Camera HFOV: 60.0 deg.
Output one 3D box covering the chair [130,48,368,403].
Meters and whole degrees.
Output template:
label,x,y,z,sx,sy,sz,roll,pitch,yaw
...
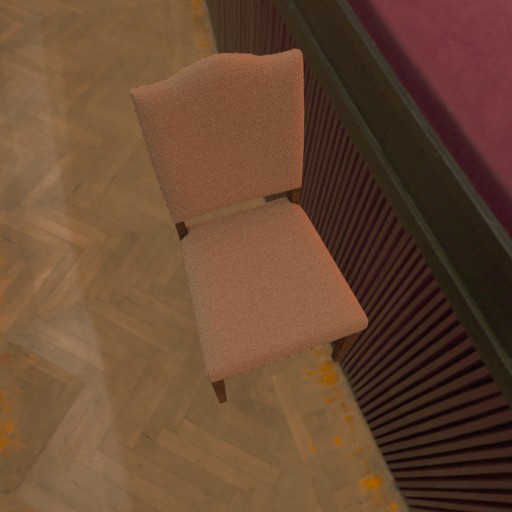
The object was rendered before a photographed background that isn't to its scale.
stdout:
label,x,y,z,sx,sy,sz,roll,pitch,yaw
chair,0.000,0.000,1.376,0.508,1.020,0.620,-17,64,-9
